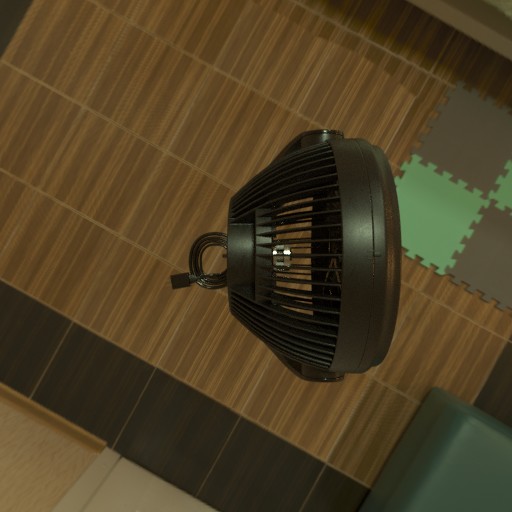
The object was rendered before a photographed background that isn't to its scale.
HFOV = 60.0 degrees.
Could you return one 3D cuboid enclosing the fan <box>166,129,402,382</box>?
[{"bbox_3d":[0.000,0.000,0.483,0.256,0.277,0.273,0,90,1],"label":"fan"}]
